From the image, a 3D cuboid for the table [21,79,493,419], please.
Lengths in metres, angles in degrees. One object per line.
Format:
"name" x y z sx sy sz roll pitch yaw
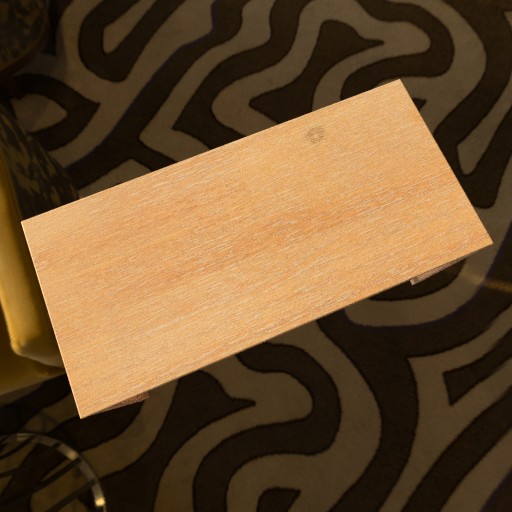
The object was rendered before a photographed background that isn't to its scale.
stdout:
"table" 0.000 0.000 1.274 1.016 0.457 0.483 -22 77 -5
